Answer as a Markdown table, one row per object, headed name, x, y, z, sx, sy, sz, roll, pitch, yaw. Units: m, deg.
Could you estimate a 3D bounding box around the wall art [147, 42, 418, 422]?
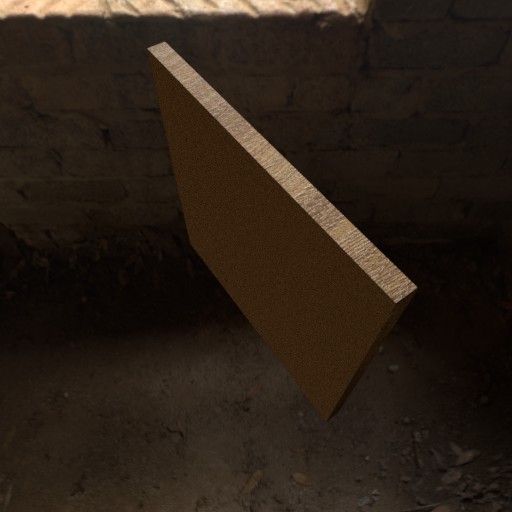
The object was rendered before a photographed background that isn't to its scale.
| name | x | y | z | sx | sy | sz | roll | pitch | yaw |
| --- | --- | --- | --- | --- | --- | --- | --- | --- | --- |
| wall art | 0.000 | 0.000 | 0.899 | 0.042 | 0.608 | 0.611 | -31 | 63 | -18 |
